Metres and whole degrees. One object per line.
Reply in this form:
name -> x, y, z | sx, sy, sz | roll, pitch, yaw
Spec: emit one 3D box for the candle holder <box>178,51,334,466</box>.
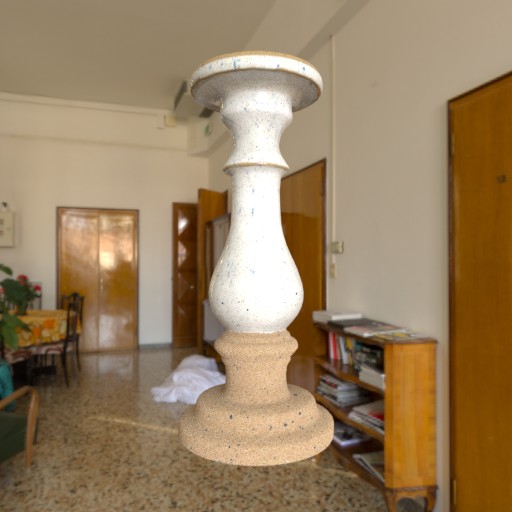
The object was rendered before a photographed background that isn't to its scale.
candle holder -> 0.000, 0.000, 0.254 | 0.088, 0.203, 0.088 | 0, -1, 0
